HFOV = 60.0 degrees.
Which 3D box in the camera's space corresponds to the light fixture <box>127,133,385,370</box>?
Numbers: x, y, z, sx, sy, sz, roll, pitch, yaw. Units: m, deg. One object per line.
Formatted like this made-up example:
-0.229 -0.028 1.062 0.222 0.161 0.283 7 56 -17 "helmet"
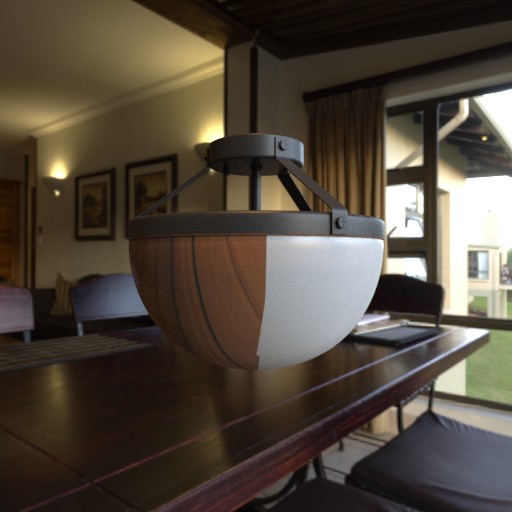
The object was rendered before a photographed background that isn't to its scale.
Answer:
0.000 0.000 0.544 0.304 0.269 0.304 0 0 0 "light fixture"
